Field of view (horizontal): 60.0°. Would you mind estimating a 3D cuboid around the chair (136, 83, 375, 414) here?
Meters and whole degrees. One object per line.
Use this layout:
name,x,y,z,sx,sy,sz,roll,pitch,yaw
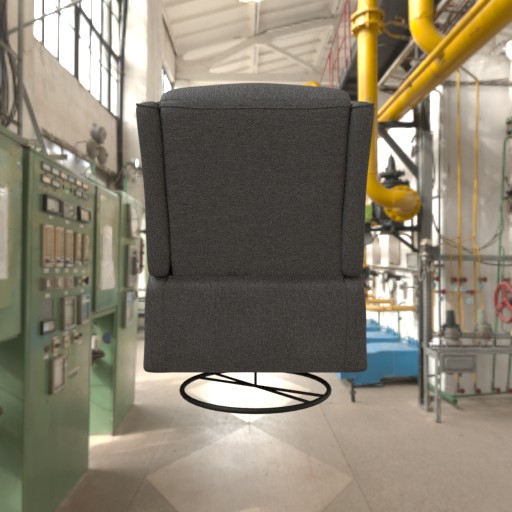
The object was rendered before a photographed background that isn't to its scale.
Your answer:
chair,0.000,0.000,1.696,0.847,1.011,0.969,0,-1,0
